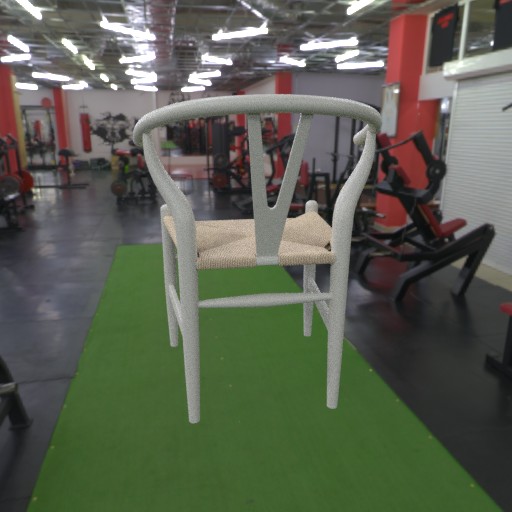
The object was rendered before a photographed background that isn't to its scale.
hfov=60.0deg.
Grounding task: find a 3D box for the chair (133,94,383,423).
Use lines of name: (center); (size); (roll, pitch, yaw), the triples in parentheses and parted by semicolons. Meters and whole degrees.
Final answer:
chair: (0.000, 0.000, 1.123); (0.569, 0.730, 0.579); (-3, 16, -9)
